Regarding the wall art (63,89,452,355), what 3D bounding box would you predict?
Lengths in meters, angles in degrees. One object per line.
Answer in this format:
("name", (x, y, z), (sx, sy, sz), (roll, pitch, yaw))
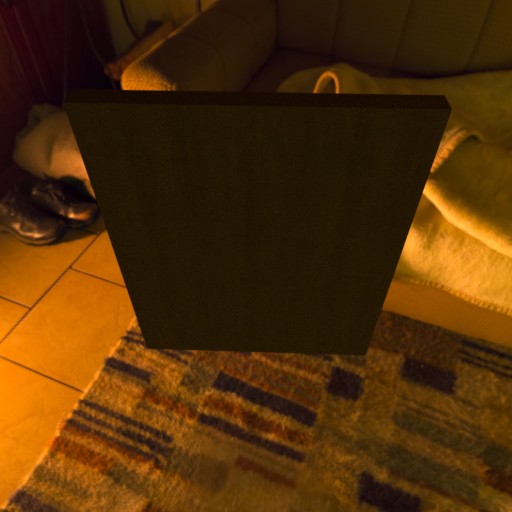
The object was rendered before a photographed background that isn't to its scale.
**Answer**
("wall art", (0.000, 0.000, 0.732), (0.455, 0.552, 0.034), (1, 47, 1))
